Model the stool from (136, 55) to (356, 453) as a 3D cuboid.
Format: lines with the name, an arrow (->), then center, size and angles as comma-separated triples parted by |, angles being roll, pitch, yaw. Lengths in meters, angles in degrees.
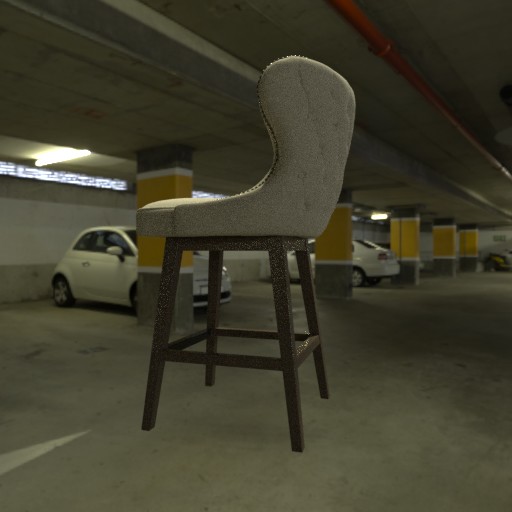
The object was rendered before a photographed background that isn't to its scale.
stool -> 0.000, 0.000, 1.368 | 0.597, 0.972, 0.615 | 0, 1, 18
